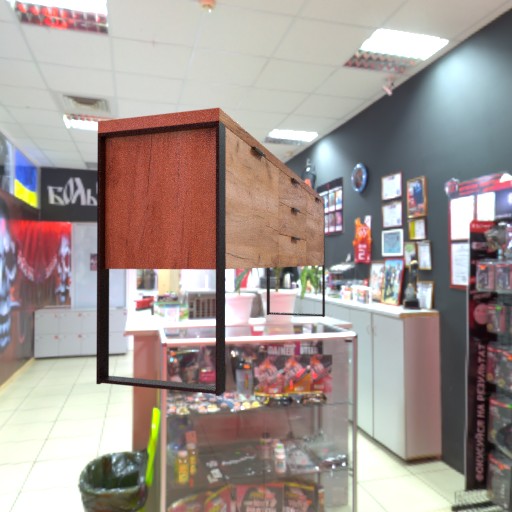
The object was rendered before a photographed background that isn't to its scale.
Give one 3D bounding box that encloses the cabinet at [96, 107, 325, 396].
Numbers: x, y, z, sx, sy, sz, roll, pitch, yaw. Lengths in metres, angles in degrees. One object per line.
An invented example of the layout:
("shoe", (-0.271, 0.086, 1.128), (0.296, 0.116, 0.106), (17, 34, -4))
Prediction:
("cabinet", (0.000, 0.000, 2.083), (0.395, 0.762, 1.800), (0, -1, 18))
